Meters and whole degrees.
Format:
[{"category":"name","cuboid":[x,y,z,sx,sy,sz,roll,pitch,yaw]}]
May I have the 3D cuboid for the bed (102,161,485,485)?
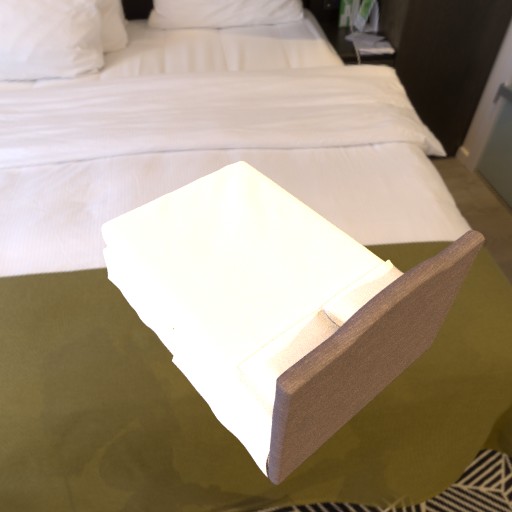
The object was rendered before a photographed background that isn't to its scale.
[{"category":"bed","cuboid":[0.000,0.000,3.526,1.741,1.441,2.507,-30,53,-26]}]
